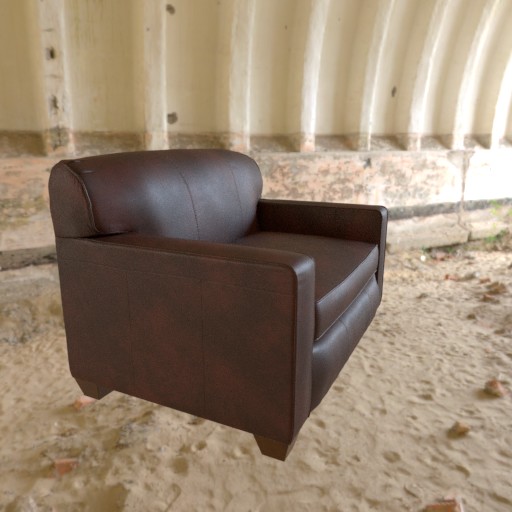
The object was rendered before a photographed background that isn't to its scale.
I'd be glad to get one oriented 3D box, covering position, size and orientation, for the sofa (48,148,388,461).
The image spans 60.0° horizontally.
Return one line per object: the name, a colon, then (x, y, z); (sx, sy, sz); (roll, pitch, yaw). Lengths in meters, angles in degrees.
sofa: (0.000, 0.000, 2.040); (1.000, 0.956, 1.413); (7, 16, 25)
